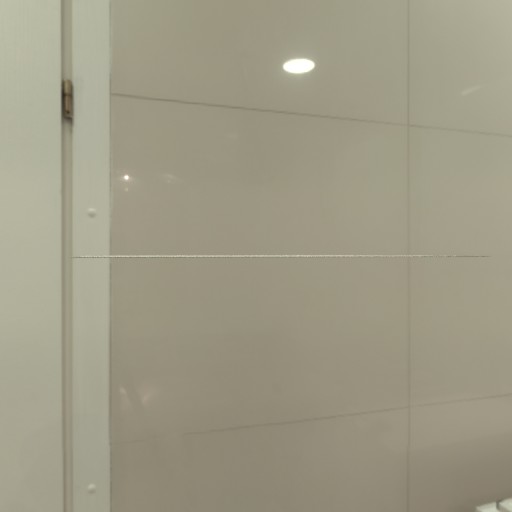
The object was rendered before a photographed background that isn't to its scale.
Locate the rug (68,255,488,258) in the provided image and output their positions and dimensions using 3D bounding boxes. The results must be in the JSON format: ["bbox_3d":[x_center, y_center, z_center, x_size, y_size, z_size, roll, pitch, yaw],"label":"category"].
[{"bbox_3d":[0.000,0.000,4.113,3.037,0.004,2.453,0,0,-18],"label":"rug"}]
